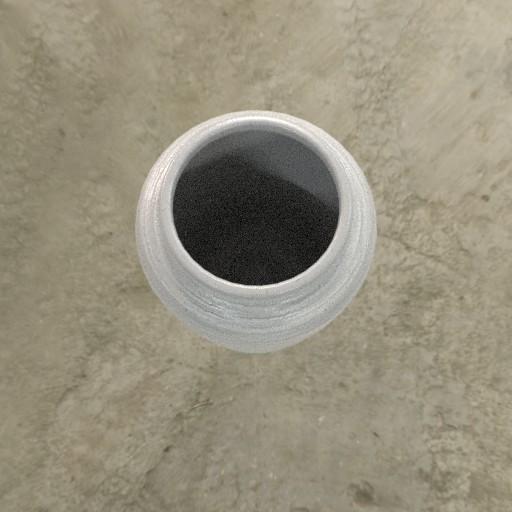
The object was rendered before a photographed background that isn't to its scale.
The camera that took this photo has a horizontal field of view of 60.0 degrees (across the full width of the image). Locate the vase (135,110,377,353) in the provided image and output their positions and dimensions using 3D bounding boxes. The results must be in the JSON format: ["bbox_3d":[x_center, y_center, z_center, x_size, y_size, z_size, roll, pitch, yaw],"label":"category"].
[{"bbox_3d":[0.000,0.000,0.475,0.202,0.335,0.202,0,77,0],"label":"vase"}]
